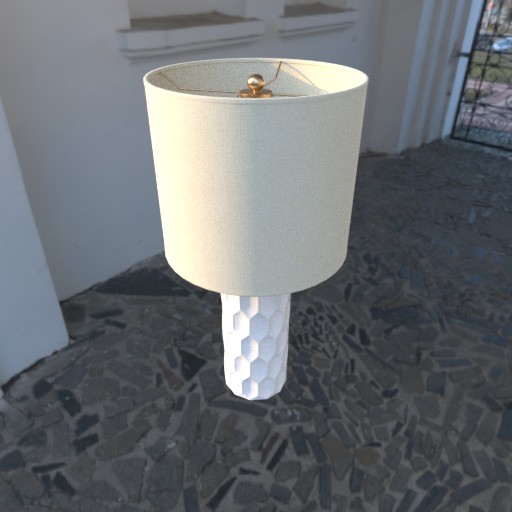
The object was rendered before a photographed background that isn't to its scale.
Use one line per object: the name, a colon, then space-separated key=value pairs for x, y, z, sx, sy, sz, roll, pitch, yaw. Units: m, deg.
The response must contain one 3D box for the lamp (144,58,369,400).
lamp: x=0.000 y=0.000 z=0.697 sx=0.277 sy=0.537 sz=0.277 roll=-20 pitch=37 yaw=-29
